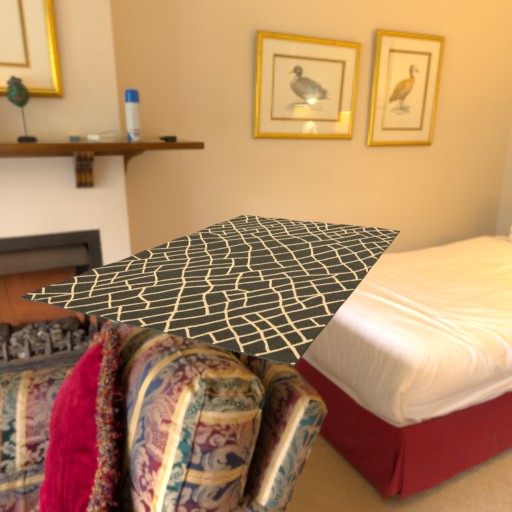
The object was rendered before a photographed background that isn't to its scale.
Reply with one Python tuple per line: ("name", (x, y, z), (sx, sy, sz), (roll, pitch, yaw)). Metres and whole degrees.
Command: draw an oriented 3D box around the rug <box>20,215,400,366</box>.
("rug", (0.000, 0.000, 3.027), (1.529, 0.017, 2.448), (8, 18, 25))
